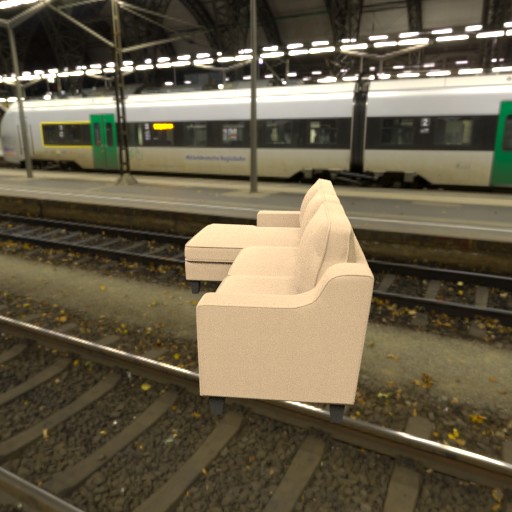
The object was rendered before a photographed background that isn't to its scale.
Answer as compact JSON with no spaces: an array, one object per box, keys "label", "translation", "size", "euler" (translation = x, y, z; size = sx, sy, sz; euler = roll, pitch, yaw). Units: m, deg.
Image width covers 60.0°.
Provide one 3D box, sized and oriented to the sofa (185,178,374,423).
[{"label":"sofa","translation":[0.000,0.000,3.191],"size":[1.294,0.928,2.561],"euler":[2,15,6]}]
